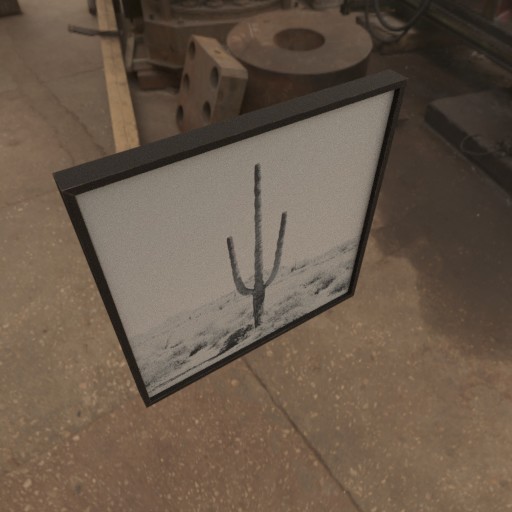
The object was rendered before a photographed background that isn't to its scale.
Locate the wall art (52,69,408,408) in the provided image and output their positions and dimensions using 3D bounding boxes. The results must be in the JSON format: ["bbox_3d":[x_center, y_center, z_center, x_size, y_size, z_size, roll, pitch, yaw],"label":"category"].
[{"bbox_3d":[0.000,0.000,0.754,0.508,0.508,0.038,-24,51,-22],"label":"wall art"}]
